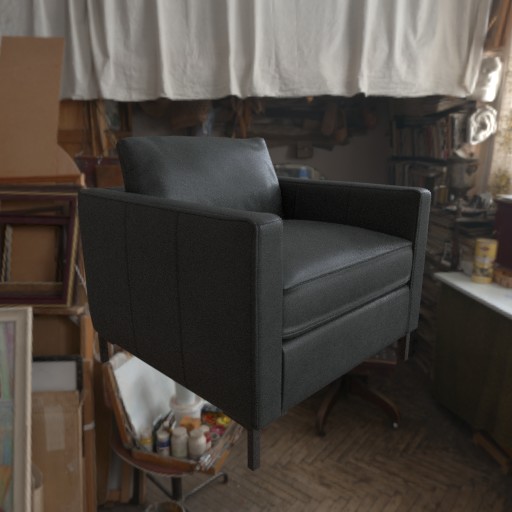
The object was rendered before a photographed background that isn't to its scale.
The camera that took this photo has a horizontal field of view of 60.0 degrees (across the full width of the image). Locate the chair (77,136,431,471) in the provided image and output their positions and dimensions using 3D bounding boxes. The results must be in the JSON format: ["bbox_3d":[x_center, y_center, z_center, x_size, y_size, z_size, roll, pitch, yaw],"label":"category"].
[{"bbox_3d":[0.000,0.000,1.501,0.861,0.824,0.967,14,20,43],"label":"chair"}]
